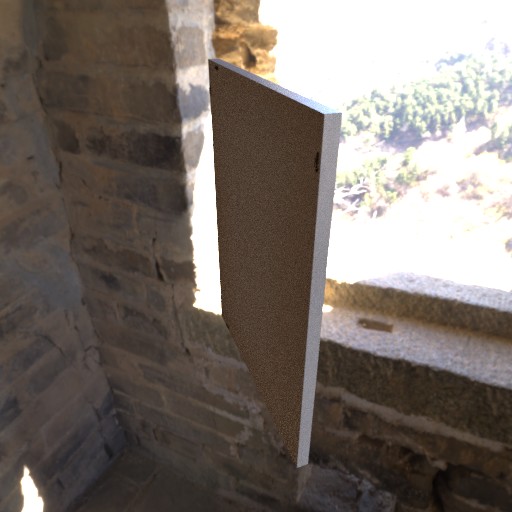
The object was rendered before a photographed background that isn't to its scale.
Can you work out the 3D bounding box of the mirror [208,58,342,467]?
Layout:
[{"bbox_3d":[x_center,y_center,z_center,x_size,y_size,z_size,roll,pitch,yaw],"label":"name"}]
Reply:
[{"bbox_3d":[0.000,0.000,1.348,0.041,1.016,0.762,-11,33,-18],"label":"mirror"}]
